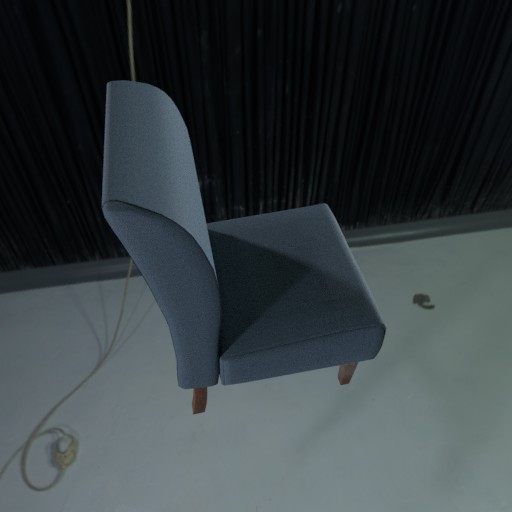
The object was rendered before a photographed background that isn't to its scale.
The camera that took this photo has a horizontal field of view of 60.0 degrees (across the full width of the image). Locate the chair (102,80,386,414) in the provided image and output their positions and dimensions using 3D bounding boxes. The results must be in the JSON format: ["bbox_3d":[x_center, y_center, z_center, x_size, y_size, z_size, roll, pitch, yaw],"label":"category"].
[{"bbox_3d":[0.000,0.000,1.162,0.592,0.804,0.513,-10,48,-9],"label":"chair"}]
